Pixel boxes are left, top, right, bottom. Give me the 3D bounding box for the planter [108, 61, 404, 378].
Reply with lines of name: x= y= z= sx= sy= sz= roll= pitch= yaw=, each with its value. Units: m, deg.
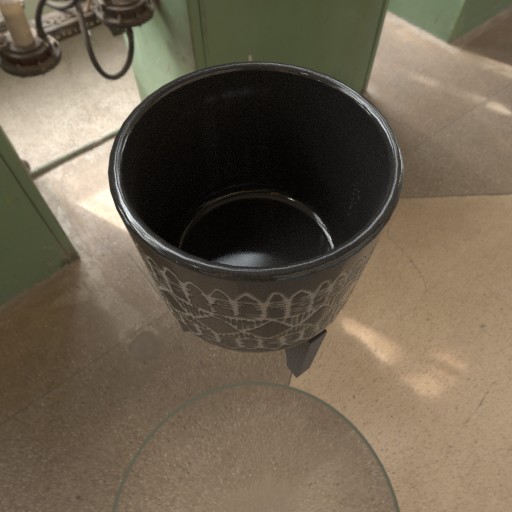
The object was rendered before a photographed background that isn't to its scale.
planter: x=0.000 y=0.000 z=0.270 sx=0.129 sy=0.177 sz=0.129 roll=0 pitch=58 yaw=0
